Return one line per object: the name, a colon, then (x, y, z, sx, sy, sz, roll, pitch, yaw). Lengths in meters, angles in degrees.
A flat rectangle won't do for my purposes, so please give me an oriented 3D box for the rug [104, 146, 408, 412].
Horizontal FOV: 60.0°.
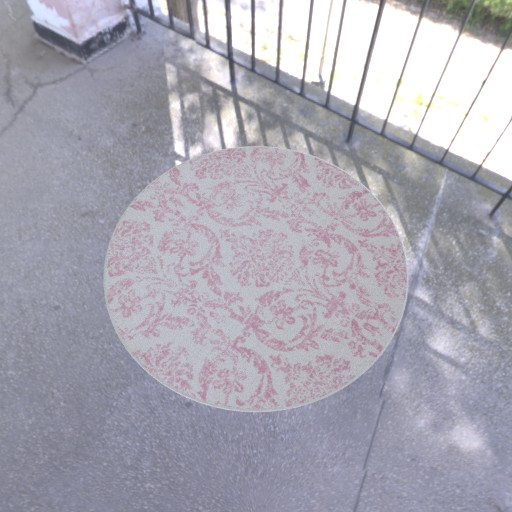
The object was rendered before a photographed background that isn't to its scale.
rug: (0.000, 0.000, 2.351, 1.593, 0.012, 1.593, 0, 59, 0)
